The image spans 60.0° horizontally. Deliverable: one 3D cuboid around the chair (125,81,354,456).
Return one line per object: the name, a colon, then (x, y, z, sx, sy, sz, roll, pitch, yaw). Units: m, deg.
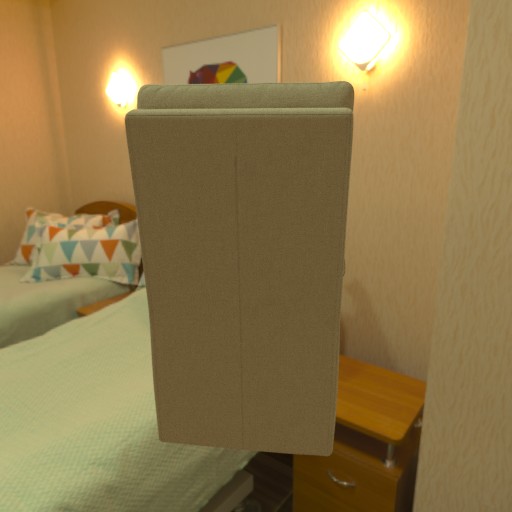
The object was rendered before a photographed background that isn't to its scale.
chair: (0.000, 0.000, 1.325, 0.503, 0.927, 0.698, 2, 15, 7)
